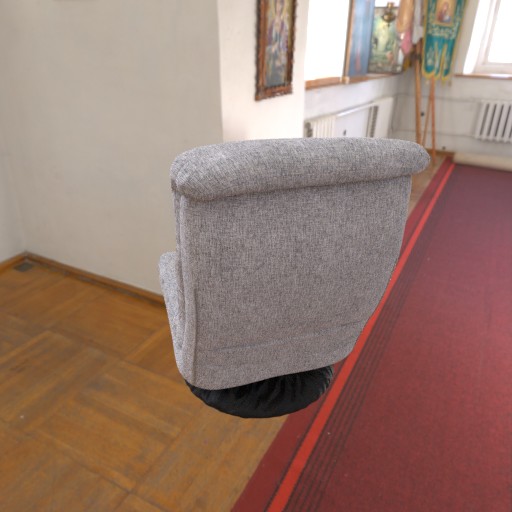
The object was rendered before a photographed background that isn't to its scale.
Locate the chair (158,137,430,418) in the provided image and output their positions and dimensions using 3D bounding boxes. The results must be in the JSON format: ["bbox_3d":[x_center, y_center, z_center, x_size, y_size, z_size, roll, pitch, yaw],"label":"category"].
[{"bbox_3d":[0.000,0.000,0.966,0.400,0.600,0.583,-8,28,-15],"label":"chair"}]
